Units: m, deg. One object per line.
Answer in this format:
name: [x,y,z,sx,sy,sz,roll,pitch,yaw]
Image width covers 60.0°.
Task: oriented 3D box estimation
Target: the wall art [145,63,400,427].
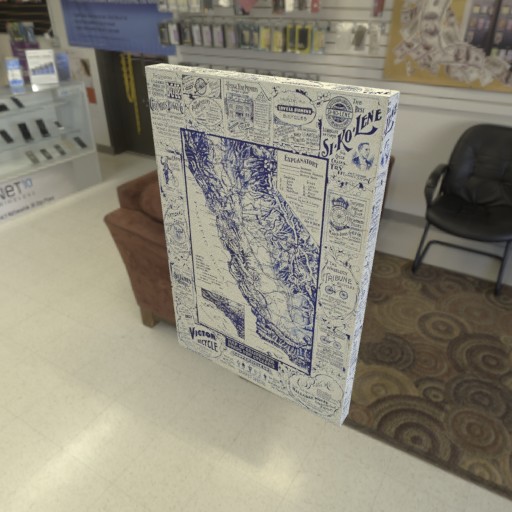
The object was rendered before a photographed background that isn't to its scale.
wall art: [0.000,0.000,0.791,0.408,0.601,0.040,19,36,28]
